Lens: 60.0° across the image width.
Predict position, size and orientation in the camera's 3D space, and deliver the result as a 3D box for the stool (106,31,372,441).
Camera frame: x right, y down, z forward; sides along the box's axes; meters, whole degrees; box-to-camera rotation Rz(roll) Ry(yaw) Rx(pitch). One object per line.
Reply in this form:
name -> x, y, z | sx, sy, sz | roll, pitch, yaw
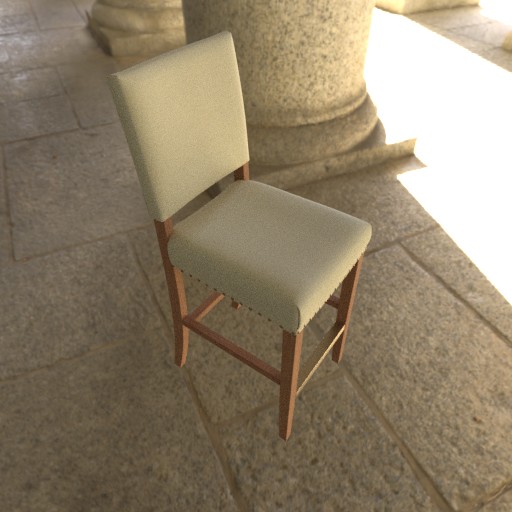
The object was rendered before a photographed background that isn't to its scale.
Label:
stool -> 0.000, 0.000, 1.429 | 0.584, 1.168, 0.445 | 25, 48, 25
